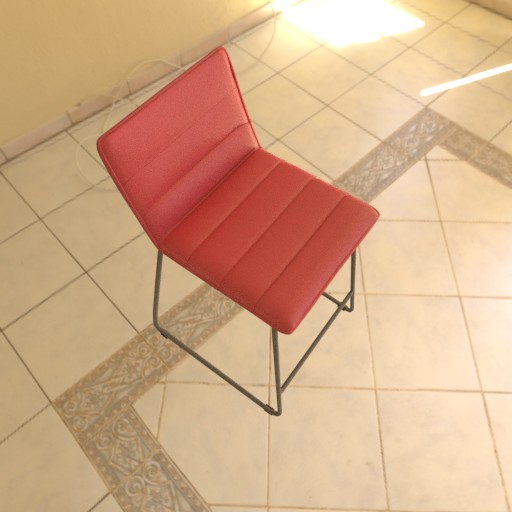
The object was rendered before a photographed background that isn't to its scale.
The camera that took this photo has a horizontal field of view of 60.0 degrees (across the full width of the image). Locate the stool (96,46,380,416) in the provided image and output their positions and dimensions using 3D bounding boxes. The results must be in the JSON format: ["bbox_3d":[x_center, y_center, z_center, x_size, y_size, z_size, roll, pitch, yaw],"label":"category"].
[{"bbox_3d":[0.000,0.000,1.202,0.524,0.866,0.489,33,64,18],"label":"stool"}]
